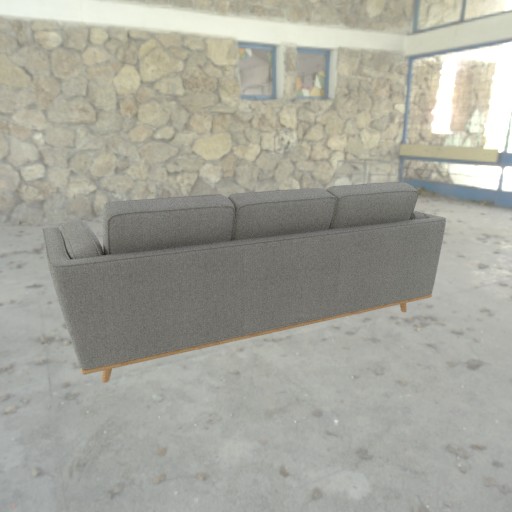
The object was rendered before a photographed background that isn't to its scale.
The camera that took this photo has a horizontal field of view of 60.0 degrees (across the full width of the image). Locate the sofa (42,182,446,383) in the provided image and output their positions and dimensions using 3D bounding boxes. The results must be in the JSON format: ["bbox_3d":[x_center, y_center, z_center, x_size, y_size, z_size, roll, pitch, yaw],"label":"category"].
[{"bbox_3d":[0.000,0.000,2.779,2.362,0.899,0.903,-8,18,-26],"label":"sofa"}]
